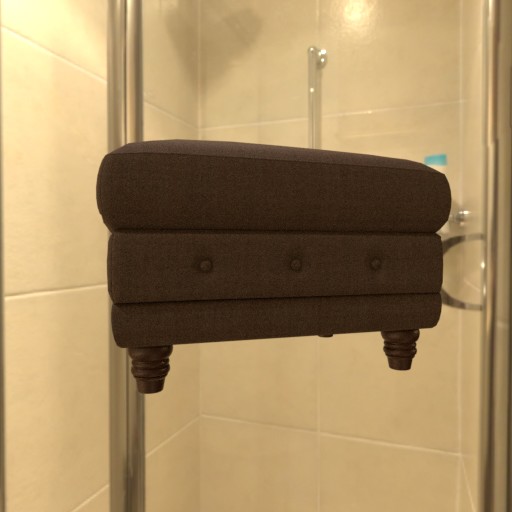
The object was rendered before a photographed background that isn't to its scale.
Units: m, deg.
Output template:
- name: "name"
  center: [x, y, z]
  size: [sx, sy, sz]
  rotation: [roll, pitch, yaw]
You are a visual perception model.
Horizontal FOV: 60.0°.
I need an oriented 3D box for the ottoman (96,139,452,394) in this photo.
- name: "ottoman"
  center: [0.000, 0.000, 1.217]
  size: [0.809, 0.555, 0.599]
  rotation: [0, 1, -17]
